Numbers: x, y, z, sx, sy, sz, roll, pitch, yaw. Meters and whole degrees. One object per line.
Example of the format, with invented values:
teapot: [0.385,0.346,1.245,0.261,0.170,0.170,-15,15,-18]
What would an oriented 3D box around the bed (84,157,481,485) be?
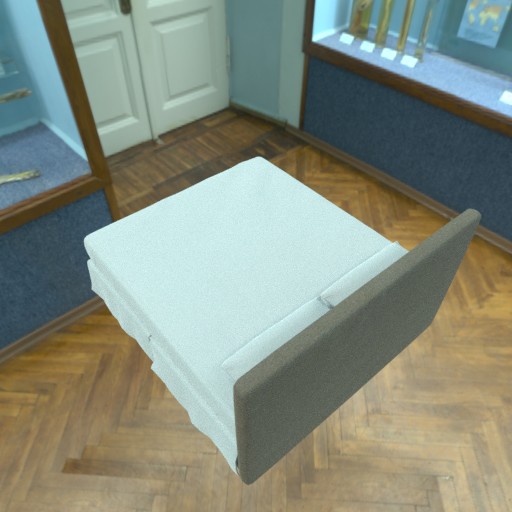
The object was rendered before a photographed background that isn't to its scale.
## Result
bed: [0.000,0.000,3.552,2.119,1.317,2.341,-31,53,-27]
